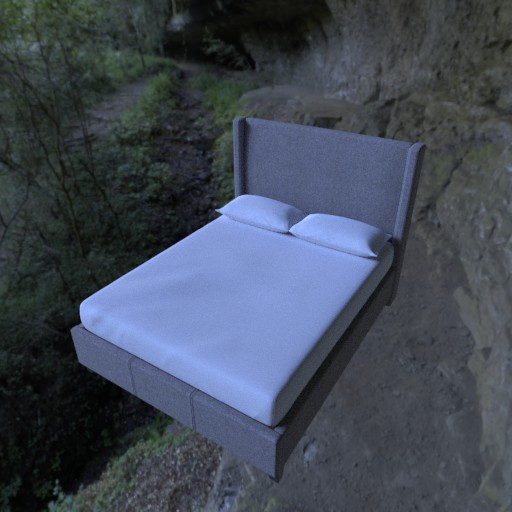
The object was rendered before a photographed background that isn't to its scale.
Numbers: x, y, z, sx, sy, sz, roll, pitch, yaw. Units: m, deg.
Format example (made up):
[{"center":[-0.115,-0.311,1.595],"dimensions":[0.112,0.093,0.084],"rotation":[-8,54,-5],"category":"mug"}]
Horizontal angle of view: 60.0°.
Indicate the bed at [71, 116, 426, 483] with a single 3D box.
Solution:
[{"center":[0.000,0.000,3.395],"dimensions":[1.714,1.476,2.245],"rotation":[18,35,28],"category":"bed"}]
